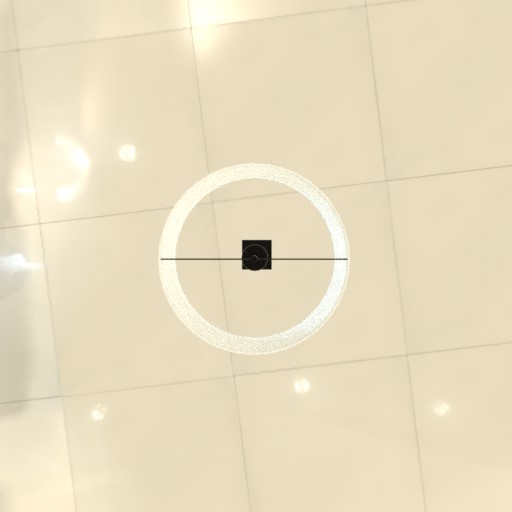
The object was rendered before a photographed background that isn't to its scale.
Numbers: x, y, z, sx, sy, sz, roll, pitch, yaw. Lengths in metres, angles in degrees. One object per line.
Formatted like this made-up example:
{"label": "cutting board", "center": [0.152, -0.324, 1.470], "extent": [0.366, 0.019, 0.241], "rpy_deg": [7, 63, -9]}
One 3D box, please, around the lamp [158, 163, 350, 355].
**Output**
{"label": "lamp", "center": [0.000, 0.000, 1.693], "extent": [0.420, 1.475, 0.420], "rpy_deg": [0, 91, 0]}
